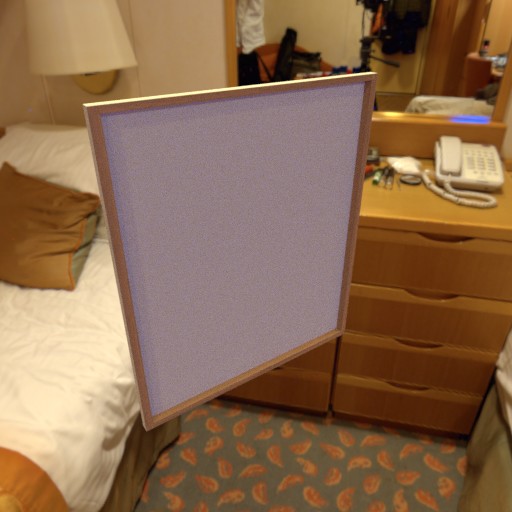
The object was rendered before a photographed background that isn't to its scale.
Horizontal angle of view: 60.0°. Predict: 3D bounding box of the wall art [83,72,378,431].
[{"bbox_3d":[0.000,0.000,0.978,0.609,0.710,0.021,-19,35,-29],"label":"wall art"}]
